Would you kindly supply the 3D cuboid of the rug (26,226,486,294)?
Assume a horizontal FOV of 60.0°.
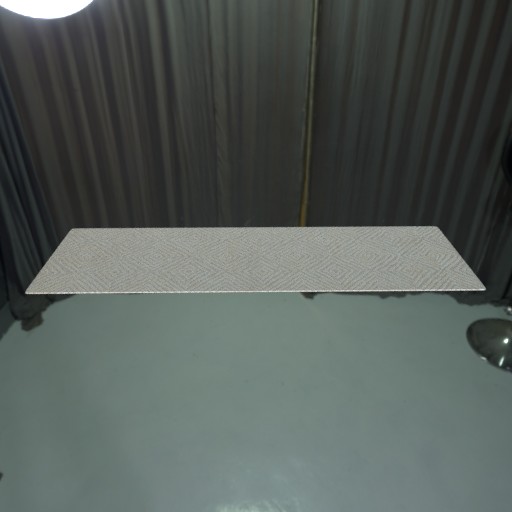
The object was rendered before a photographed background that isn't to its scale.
[{"bbox_3d":[0.000,0.000,2.474,2.277,0.008,0.676,0,31,-1],"label":"rug"}]
